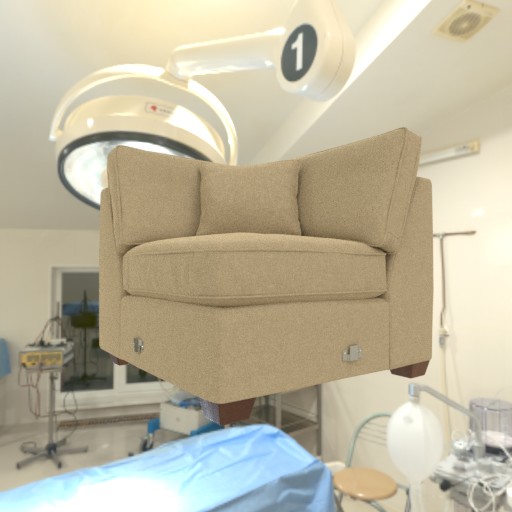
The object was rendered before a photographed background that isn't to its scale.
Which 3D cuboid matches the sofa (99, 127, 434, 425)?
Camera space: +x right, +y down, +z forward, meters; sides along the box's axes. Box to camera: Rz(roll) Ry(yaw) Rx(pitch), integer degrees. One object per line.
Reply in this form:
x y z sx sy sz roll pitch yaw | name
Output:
0.000 0.000 1.969 1.084 1.002 1.146 1 -2 -37 | sofa
